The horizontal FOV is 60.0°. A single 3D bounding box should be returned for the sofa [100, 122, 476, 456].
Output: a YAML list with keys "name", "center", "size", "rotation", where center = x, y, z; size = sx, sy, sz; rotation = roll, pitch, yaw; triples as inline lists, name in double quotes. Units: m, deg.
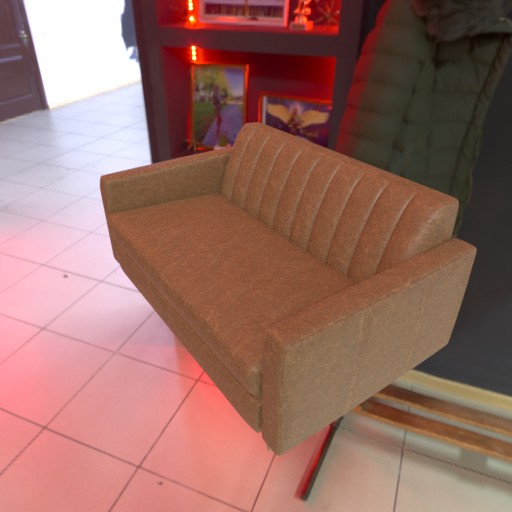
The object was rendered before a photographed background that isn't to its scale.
- name: "sofa"
  center: [0.000, 0.000, 2.063]
  size: [0.960, 0.820, 1.549]
  rotation: [-21, 38, -29]
